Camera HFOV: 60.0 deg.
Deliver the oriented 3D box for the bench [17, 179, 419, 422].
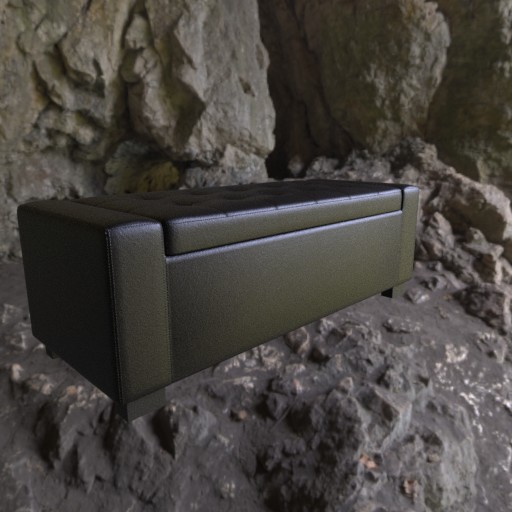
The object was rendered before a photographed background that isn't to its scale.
[{"bbox_3d":[0.000,0.000,1.484,1.296,0.445,0.508,-13,19,-43],"label":"bench"}]
